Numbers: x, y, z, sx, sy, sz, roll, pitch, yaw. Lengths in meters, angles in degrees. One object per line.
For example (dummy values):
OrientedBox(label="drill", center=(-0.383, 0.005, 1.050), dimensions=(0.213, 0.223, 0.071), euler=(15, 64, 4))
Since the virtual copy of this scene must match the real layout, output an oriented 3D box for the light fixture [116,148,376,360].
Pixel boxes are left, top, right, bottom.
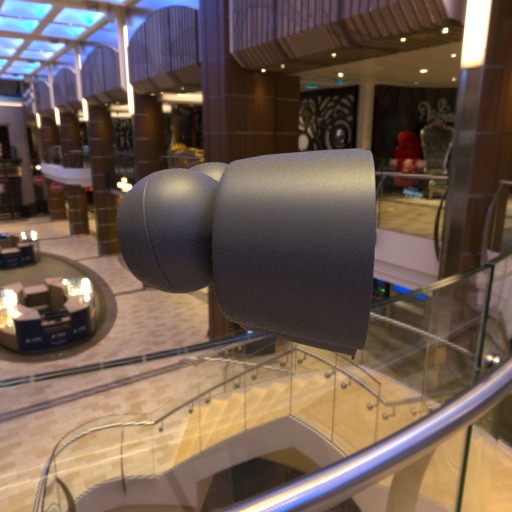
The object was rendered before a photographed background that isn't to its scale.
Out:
OrientedBox(label="light fixture", center=(0.000, 0.000, 0.340), dimensions=(0.159, 0.159, 0.229), euler=(2, 15, 9))
